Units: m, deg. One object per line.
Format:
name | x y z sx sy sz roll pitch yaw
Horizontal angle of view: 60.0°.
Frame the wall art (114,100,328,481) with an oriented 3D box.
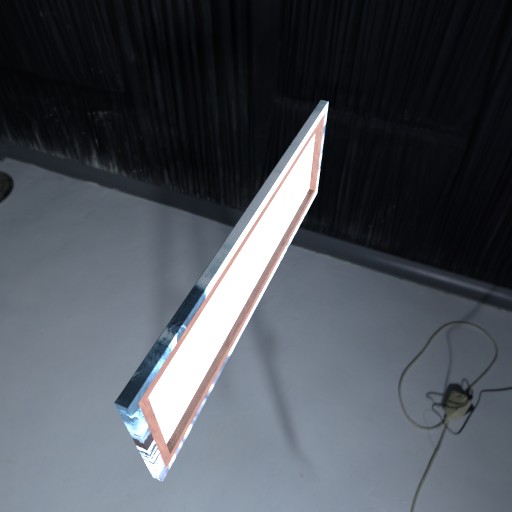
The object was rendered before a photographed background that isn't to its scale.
wall art | 0.000 0.000 1.651 0.037 0.509 1.524 17 49 16
